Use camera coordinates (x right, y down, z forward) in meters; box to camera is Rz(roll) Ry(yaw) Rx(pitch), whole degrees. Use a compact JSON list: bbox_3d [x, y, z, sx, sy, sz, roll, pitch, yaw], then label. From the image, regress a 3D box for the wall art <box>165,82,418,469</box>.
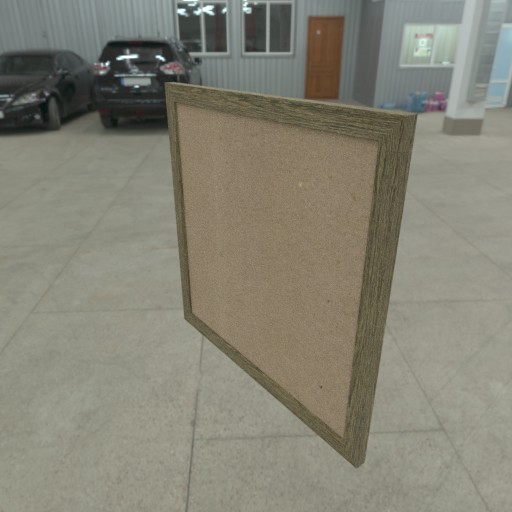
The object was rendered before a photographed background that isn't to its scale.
[{"bbox_3d":[0.000,0.000,0.736,0.019,0.508,0.508,-19,32,-34],"label":"wall art"}]
